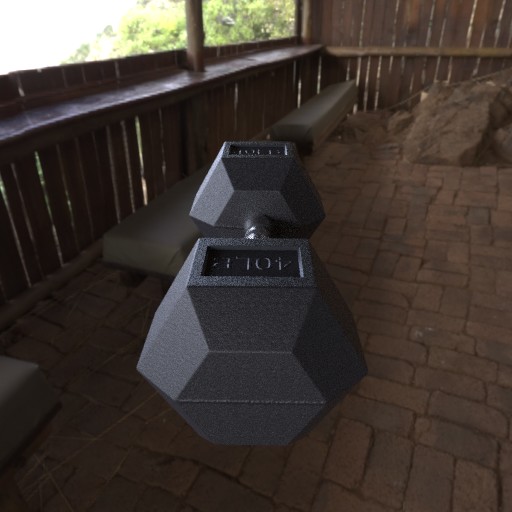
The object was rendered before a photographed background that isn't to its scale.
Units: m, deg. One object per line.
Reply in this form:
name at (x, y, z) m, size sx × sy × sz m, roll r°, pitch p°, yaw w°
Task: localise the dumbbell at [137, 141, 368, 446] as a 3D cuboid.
dumbbell at (0.000, 0.000, 0.432) m, size 0.157 × 0.137 × 0.361 m, roll 1°, pitch 30°, yaw 1°
